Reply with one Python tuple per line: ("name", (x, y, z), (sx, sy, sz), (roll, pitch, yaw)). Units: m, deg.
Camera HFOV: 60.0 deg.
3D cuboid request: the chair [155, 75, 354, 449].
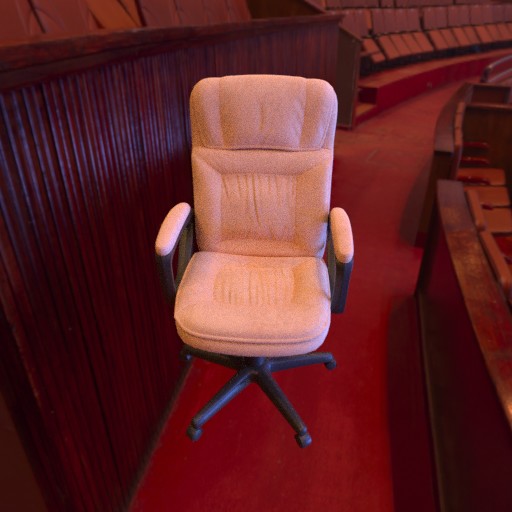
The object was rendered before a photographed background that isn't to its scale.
("chair", (0.000, 0.000, 1.555), (0.667, 1.105, 0.724), (2, 30, 4))
